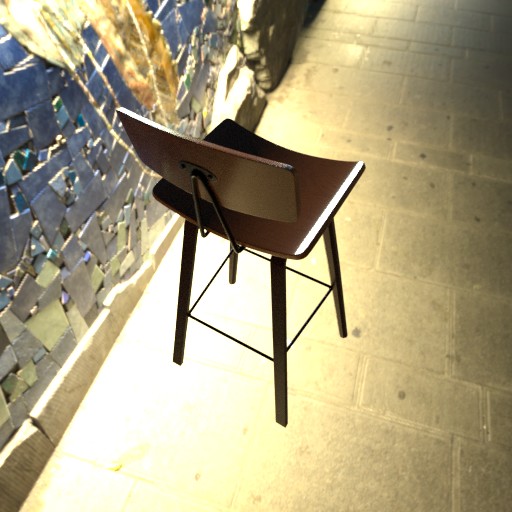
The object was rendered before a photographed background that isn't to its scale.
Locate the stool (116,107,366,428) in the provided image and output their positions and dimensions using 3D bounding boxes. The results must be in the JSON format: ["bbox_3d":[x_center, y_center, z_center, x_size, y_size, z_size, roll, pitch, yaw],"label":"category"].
[{"bbox_3d":[0.000,0.000,1.209,0.509,0.969,0.440,24,52,21],"label":"stool"}]
